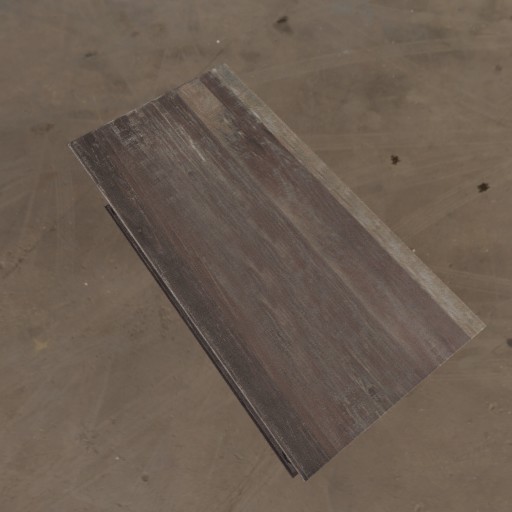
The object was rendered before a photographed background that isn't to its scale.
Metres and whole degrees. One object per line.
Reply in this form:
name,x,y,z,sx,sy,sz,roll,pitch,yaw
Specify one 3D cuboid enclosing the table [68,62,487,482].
table,0.000,0.000,1.336,0.554,0.373,1.088,-34,69,-15
